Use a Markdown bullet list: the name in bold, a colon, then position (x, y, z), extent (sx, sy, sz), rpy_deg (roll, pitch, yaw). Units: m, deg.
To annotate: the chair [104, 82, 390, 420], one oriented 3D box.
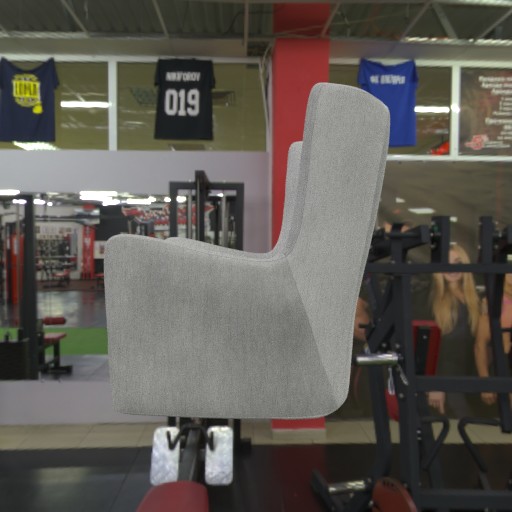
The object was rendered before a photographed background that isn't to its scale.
- **chair**: position (0.000, 0.000, 1.632), extent (0.904, 1.000, 0.779), rpy_deg (0, 2, 0)
